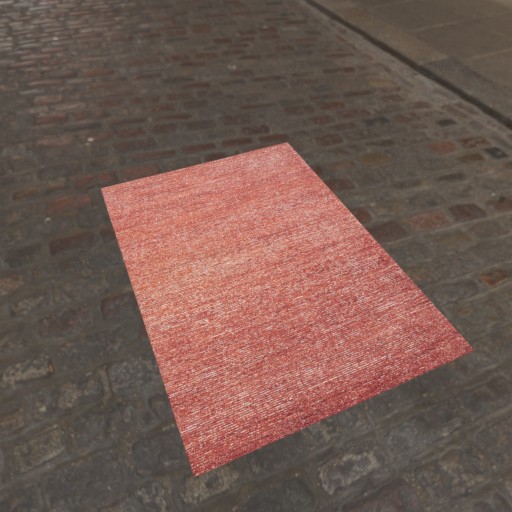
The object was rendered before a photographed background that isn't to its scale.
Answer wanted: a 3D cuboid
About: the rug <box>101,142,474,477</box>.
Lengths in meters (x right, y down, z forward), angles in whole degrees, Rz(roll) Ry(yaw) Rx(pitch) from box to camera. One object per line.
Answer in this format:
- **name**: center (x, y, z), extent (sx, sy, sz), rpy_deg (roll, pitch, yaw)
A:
- **rug**: center (0.000, 0.000, 5.082), extent (2.803, 0.025, 3.965), rpy_deg (-18, 49, -16)
